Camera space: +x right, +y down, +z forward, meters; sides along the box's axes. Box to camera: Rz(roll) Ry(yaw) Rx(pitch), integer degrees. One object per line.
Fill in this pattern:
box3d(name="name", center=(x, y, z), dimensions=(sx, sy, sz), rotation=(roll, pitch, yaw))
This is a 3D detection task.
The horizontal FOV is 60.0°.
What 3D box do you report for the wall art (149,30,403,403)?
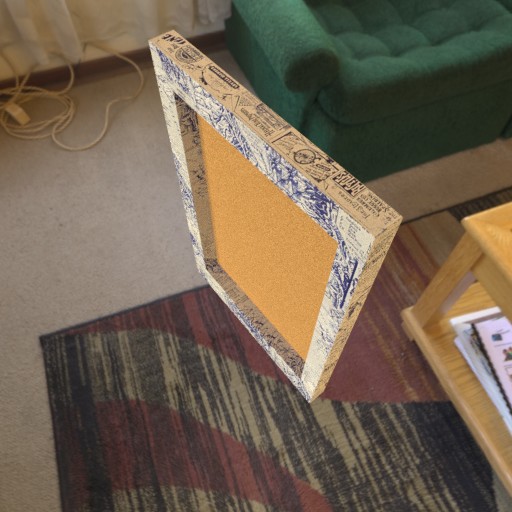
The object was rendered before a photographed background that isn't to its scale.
box3d(name="wall art", center=(0.000, 0.000, 0.760), dimensions=(0.040, 0.601, 0.408), rotation=(-34, 63, -20))
